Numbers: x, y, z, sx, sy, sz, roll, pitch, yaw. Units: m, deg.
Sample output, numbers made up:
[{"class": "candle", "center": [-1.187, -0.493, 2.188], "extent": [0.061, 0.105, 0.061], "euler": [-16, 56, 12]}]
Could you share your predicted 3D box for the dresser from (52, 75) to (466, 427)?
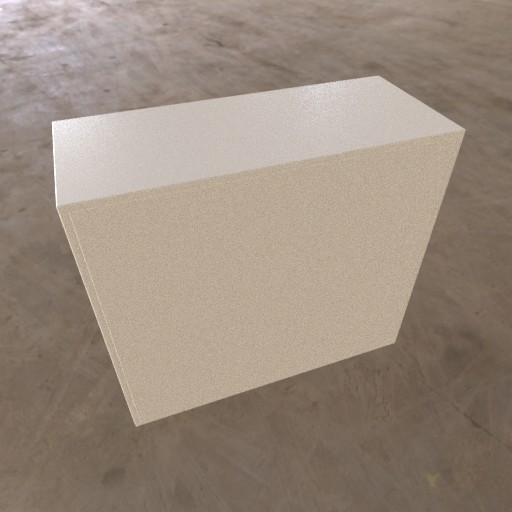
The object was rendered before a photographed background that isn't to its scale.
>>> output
[{"class": "dresser", "center": [0.000, 0.000, 1.604], "extent": [1.100, 1.000, 0.460], "euler": [-14, 43, -15]}]
